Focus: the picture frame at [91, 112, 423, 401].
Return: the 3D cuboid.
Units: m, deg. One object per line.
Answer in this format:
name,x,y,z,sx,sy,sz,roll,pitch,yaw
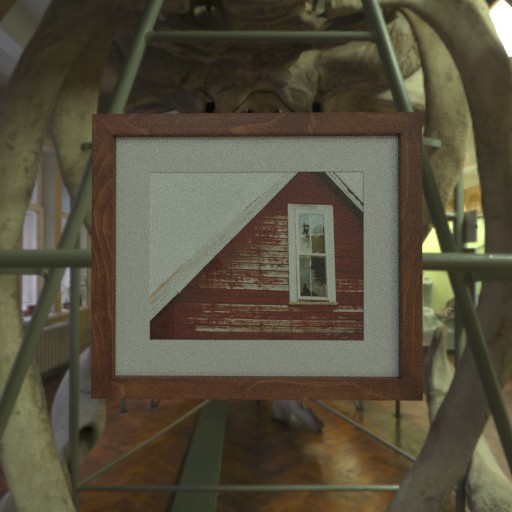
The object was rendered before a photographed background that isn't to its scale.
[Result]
picture frame,0.000,0.000,0.522,0.381,0.330,0.025,0,-1,1
